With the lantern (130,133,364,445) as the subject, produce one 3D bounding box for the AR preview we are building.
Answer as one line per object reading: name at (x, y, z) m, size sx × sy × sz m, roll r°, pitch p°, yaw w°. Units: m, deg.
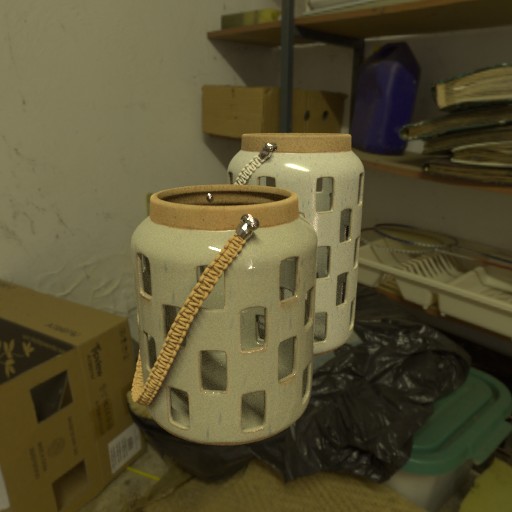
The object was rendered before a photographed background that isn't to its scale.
lantern at (0.000, 0.000, 0.488) m, size 0.184 × 0.255 × 0.347 m, roll 8°, pitch 18°, yaw 25°
